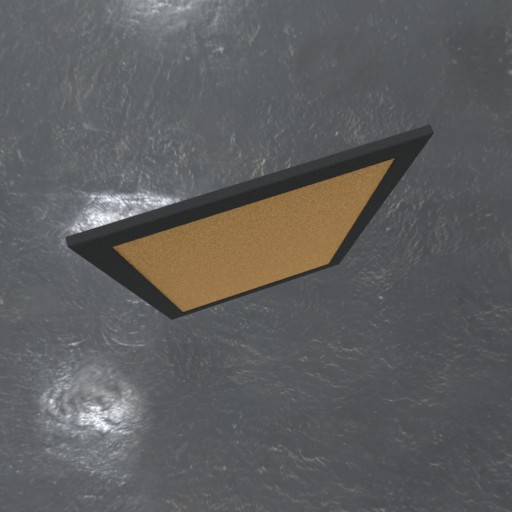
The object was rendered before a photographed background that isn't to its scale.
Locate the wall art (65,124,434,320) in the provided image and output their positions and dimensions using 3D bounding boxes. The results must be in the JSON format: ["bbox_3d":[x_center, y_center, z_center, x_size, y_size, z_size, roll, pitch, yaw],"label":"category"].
[{"bbox_3d":[0.000,0.000,0.684,0.374,0.529,0.012,-18,75,-5],"label":"wall art"}]
